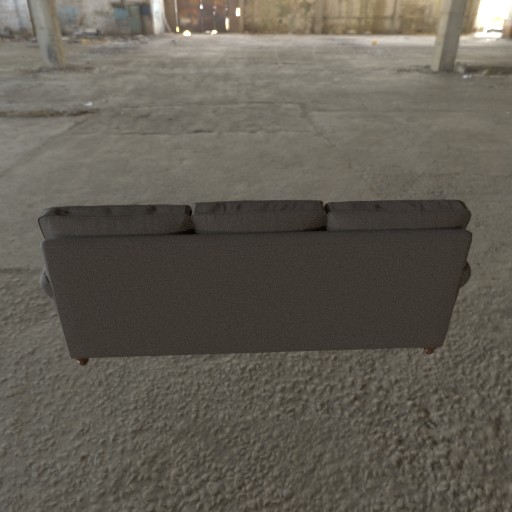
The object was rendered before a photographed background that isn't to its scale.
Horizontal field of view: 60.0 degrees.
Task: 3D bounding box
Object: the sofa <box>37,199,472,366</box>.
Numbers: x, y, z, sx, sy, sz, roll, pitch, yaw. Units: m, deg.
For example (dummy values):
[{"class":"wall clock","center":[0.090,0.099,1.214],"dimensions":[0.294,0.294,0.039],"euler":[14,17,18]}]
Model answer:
[{"class":"sofa","center":[0.000,0.000,2.763],"dimensions":[2.353,0.948,0.966],"euler":[-1,29,-2]}]
